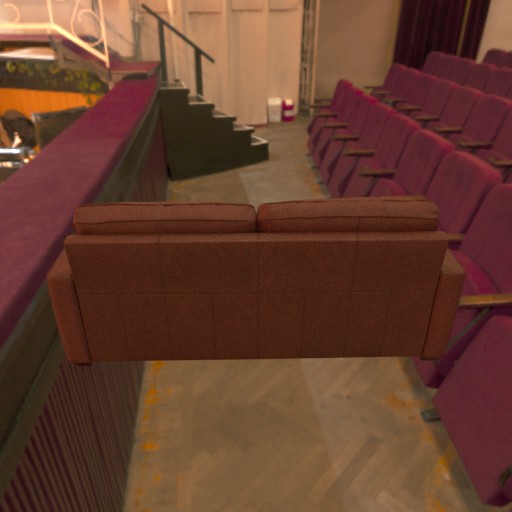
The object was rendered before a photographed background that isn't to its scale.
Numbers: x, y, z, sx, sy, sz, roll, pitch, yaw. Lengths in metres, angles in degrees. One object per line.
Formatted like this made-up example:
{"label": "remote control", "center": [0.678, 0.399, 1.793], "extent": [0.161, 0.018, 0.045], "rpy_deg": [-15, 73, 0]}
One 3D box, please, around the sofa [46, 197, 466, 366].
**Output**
{"label": "sofa", "center": [0.000, 0.000, 2.595], "extent": [2.080, 0.919, 0.940], "rpy_deg": [-1, 29, -1]}
